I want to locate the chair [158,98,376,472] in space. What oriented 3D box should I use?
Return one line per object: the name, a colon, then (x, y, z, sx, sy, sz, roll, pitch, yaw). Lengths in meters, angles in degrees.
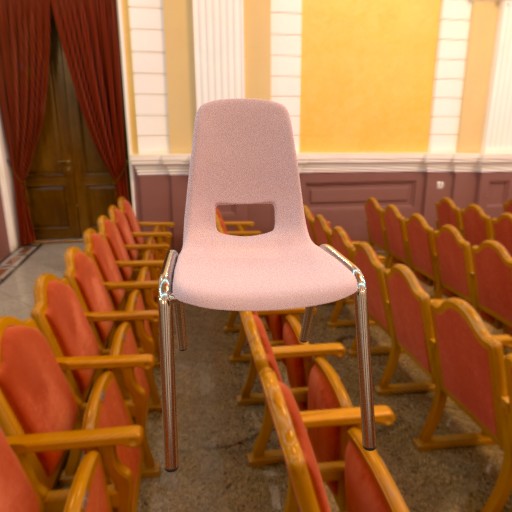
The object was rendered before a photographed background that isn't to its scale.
chair: (0.000, 0.000, 0.841, 0.354, 0.586, 0.423, -2, 17, -8)
